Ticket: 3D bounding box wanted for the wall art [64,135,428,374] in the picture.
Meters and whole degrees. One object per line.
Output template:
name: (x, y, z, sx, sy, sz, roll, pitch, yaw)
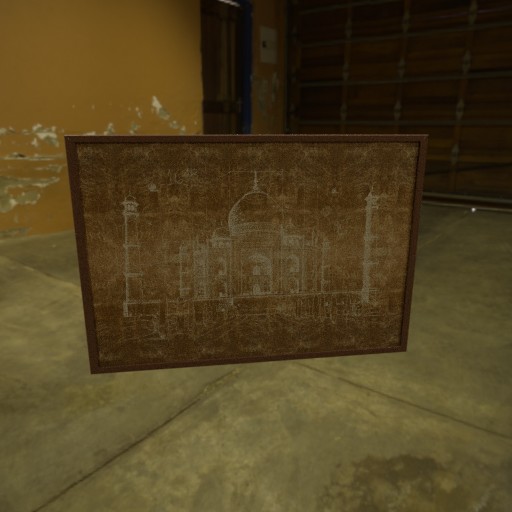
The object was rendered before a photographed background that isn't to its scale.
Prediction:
wall art: (0.000, 0.000, 0.863, 0.660, 0.455, 0.014, -2, 16, -8)
